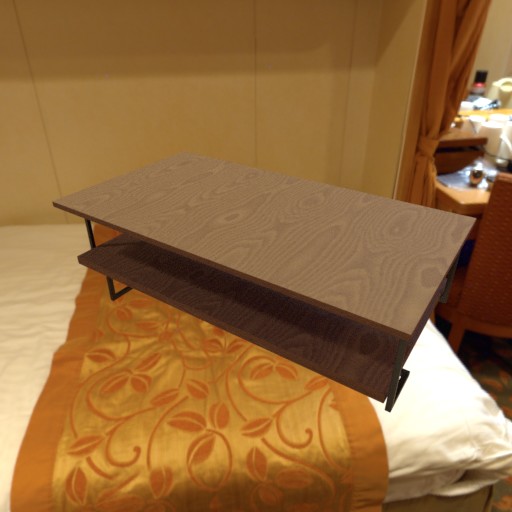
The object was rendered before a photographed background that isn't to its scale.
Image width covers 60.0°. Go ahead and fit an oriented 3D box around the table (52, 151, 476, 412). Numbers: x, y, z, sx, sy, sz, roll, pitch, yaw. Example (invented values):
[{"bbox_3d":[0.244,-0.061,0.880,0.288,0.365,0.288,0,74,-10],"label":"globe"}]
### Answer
[{"bbox_3d":[0.000,0.000,1.506,1.197,0.347,0.651,19,36,29],"label":"table"}]
